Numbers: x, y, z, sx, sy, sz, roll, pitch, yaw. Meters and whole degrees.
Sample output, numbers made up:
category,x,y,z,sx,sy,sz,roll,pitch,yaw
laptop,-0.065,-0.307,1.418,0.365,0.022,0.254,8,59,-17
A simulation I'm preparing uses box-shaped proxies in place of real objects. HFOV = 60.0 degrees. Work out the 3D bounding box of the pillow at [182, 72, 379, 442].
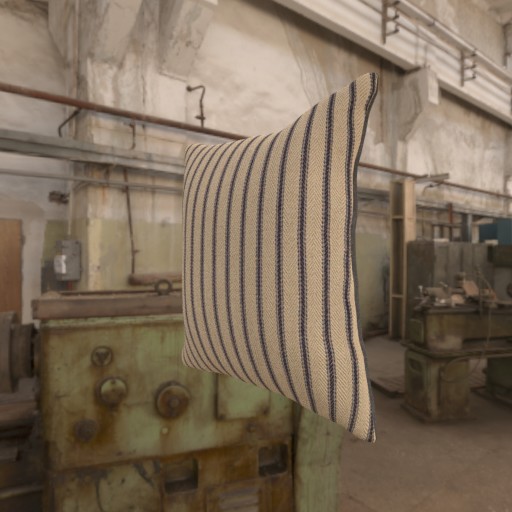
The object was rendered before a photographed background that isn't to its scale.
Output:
category,x,y,z,sx,sy,sz,roll,pitch,yaw
pillow,0.000,0.000,0.711,0.138,0.444,0.468,0,0,-38
